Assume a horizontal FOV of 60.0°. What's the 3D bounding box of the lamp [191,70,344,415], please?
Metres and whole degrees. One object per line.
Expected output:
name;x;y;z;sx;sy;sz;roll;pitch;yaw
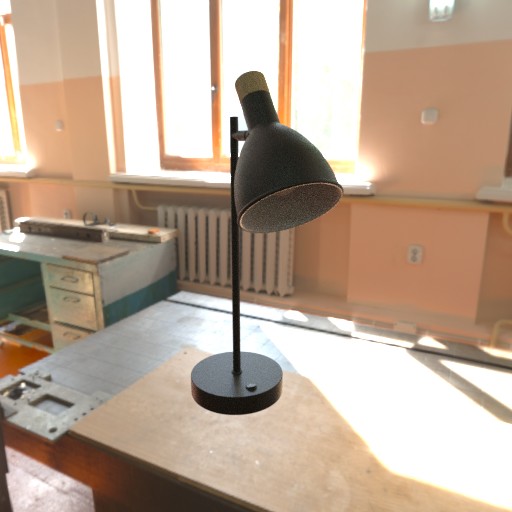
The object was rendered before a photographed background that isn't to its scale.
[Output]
lamp;0.000;0.000;0.619;0.152;0.483;0.287;-7;16;-27
